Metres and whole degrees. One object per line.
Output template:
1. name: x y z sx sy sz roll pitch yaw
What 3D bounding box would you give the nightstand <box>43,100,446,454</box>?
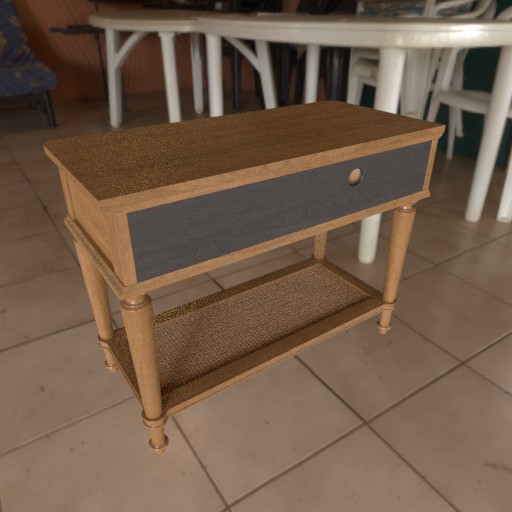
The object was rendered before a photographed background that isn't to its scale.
1. nightstand: 0.000 0.000 1.268 0.914 0.700 0.432 -19 35 -29
